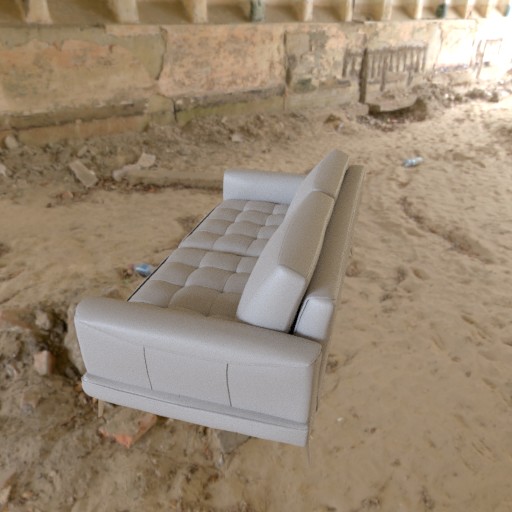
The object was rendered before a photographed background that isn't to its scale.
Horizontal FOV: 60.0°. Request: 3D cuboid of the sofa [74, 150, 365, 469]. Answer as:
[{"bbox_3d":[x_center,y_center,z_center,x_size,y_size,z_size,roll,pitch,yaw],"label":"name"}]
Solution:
[{"bbox_3d":[0.000,0.000,2.699,1.121,0.930,2.177,8,30,14],"label":"sofa"}]
